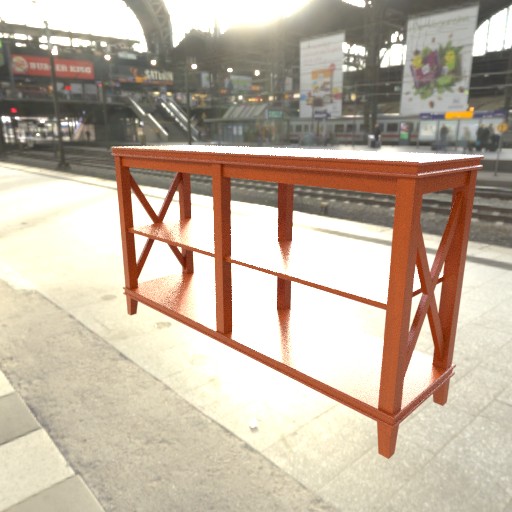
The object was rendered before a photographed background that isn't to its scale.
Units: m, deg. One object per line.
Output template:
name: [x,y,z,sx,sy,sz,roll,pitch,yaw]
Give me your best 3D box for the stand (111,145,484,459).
stand: [0.000,0.000,1.641,0.381,0.762,1.372,-15,21,-43]
